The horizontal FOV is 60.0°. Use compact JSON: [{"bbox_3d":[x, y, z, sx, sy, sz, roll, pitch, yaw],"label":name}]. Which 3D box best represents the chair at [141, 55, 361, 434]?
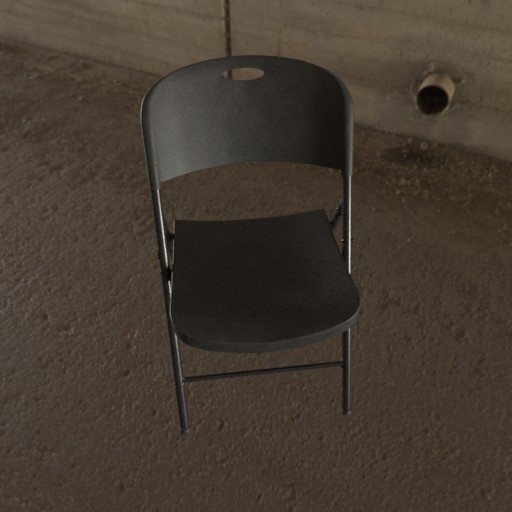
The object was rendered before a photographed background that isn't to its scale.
[{"bbox_3d":[0.000,0.000,1.155,0.494,0.810,0.566,-5,47,-4],"label":"chair"}]
